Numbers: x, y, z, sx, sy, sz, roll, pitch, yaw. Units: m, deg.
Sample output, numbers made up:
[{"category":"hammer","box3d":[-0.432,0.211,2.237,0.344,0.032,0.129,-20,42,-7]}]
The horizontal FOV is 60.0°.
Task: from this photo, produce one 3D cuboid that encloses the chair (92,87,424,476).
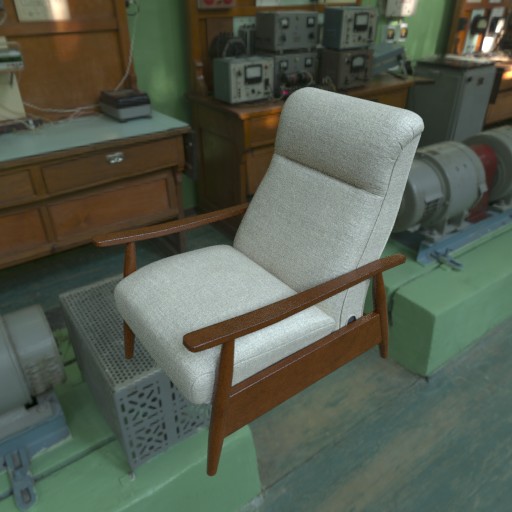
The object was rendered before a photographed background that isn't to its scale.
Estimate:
[{"category":"chair","box3d":[0.000,0.000,1.742,1.014,1.082,0.762,-22,38,-31]}]
